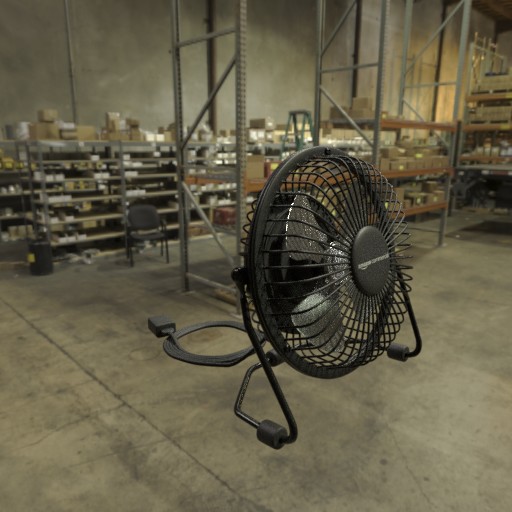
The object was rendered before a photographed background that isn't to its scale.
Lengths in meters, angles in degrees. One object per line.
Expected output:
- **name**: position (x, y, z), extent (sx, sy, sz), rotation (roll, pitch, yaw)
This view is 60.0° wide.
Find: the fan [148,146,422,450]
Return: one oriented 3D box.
- **fan**: position (0.000, 0.000, 0.314), extent (0.153, 0.152, 0.202), rotation (-14, 20, -43)
